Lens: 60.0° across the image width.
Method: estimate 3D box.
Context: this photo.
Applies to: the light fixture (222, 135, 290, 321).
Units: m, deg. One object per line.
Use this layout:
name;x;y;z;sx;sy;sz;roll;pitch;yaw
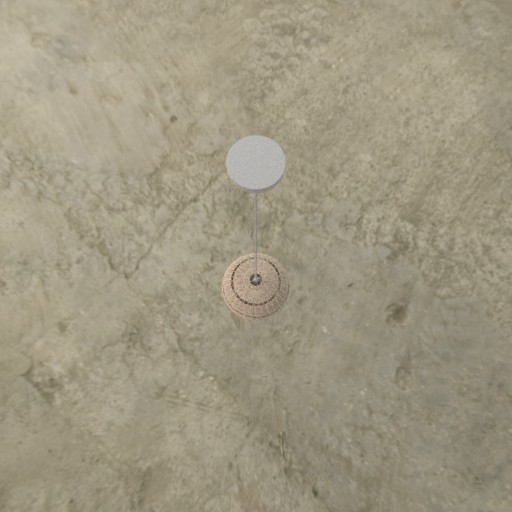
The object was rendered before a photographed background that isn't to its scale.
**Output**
light fixture;0.000;0.000;2.218;0.457;2.019;0.457;-17;76;-5
